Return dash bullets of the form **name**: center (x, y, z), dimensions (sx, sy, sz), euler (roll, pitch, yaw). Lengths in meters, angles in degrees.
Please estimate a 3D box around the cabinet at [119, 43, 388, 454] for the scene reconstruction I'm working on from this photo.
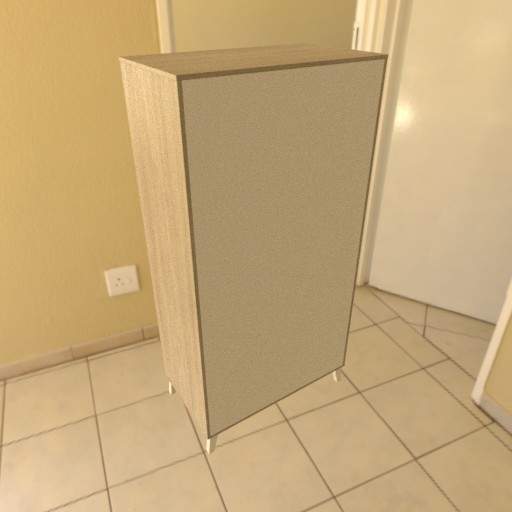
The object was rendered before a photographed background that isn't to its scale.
- **cabinet**: center (0.000, 0.000, 2.410), dimensions (1.006, 1.999, 0.571), euler (-19, 36, -28)
